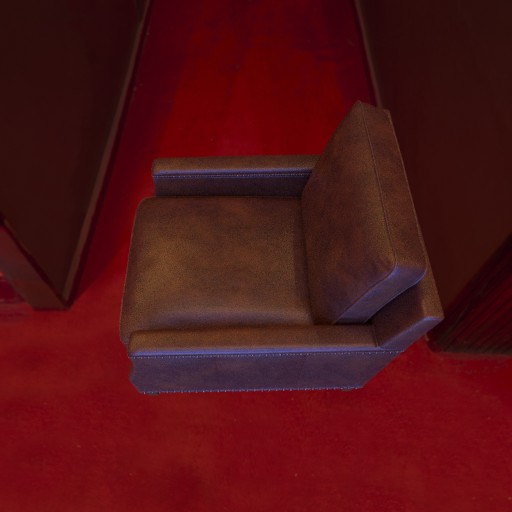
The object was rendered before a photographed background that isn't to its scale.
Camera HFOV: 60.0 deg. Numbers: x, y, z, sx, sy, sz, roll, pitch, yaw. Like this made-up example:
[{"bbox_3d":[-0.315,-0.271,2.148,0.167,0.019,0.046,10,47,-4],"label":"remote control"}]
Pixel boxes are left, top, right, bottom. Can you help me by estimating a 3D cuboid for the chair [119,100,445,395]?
[{"bbox_3d":[0.000,0.000,1.701,1.014,0.929,0.853,-1,58,-1],"label":"chair"}]
